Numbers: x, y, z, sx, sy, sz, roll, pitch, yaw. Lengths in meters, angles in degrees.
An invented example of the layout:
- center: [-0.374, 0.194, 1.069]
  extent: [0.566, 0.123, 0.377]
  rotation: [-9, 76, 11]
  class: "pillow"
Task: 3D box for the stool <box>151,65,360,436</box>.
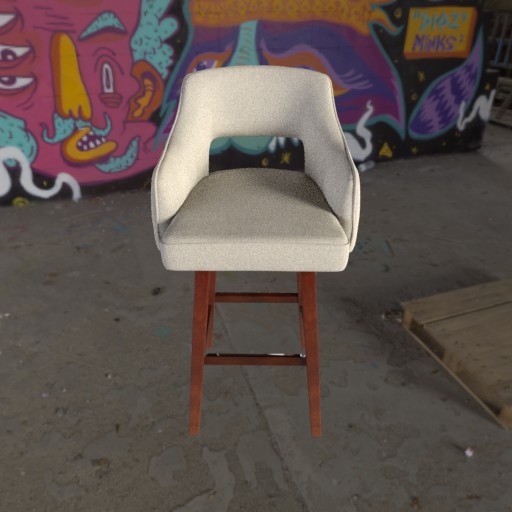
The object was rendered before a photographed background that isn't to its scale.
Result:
- center: [0.000, 0.000, 1.386]
  extent: [0.550, 1.041, 0.560]
  rotation: [0, 30, 1]
  class: "stool"
